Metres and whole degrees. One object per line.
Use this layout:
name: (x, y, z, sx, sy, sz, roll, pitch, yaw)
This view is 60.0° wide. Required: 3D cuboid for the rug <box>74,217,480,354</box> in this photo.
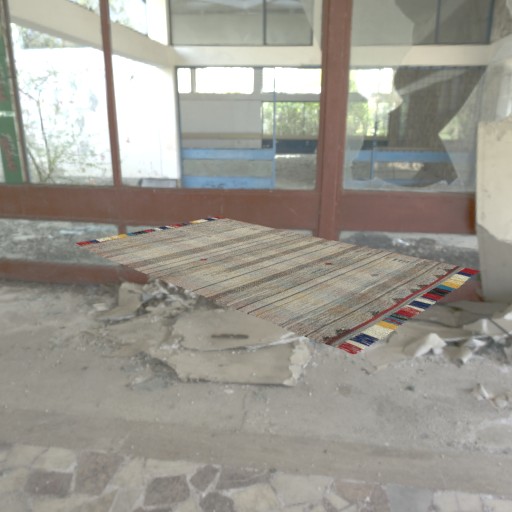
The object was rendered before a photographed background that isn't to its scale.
rug: (0.000, 0.000, 3.016, 2.465, 0.012, 1.465, 15, 22, 42)
